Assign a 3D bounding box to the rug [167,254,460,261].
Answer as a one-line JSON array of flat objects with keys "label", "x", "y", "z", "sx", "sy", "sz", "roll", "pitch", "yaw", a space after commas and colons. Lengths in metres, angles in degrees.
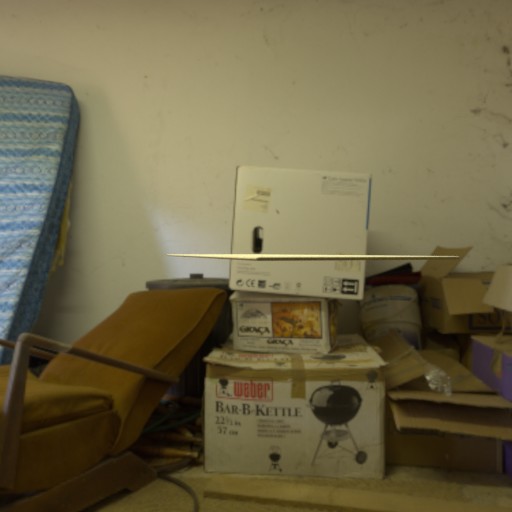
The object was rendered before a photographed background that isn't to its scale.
[{"label": "rug", "x": 0.000, "y": 0.000, "z": 2.673, "sx": 0.793, "sy": 0.014, "sz": 2.450, "roll": 0, "pitch": 0, "yaw": -18}]
